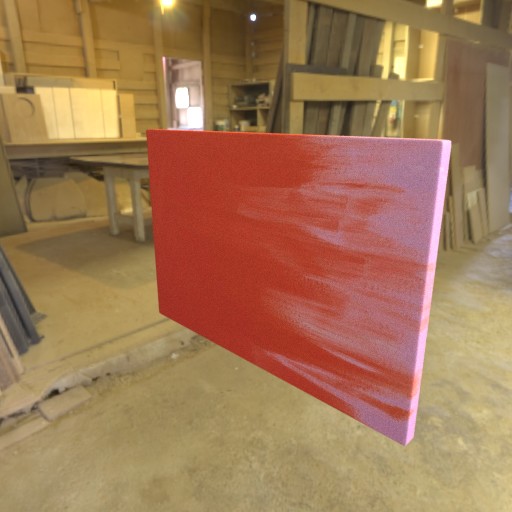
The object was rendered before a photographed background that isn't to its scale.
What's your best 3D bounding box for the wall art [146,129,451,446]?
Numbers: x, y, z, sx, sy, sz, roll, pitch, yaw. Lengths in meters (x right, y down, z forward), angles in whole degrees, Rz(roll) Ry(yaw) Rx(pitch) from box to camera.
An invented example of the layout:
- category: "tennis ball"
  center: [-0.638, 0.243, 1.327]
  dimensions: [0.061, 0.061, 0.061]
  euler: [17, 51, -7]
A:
- category: "wall art"
  center: [0.000, 0.000, 1.139]
  dimensions: [0.040, 0.609, 0.913]
  euler: [-17, 24, -42]
